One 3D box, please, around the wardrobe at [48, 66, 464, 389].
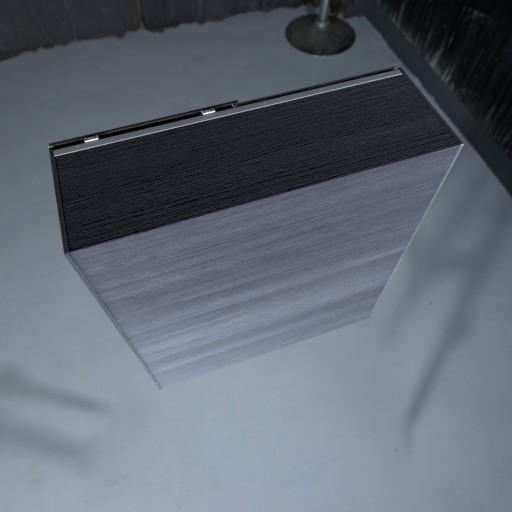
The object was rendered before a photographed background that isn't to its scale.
[{"bbox_3d":[0.000,0.000,2.839,1.780,1.960,0.629,-17,60,-10],"label":"wardrobe"}]
